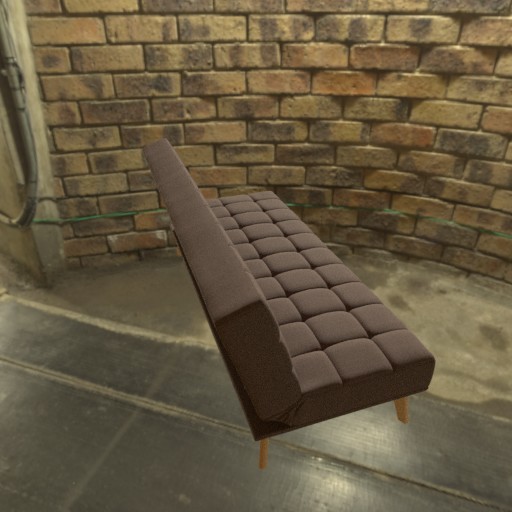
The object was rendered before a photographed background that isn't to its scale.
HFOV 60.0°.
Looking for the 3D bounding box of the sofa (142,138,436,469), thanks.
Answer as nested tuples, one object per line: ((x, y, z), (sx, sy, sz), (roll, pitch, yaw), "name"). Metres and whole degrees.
((0.000, 0.000, 2.270), (0.860, 0.810, 1.800), (-10, 32, -16), "sofa")
